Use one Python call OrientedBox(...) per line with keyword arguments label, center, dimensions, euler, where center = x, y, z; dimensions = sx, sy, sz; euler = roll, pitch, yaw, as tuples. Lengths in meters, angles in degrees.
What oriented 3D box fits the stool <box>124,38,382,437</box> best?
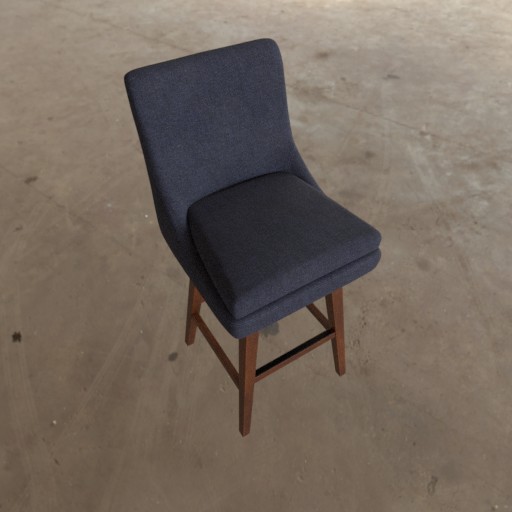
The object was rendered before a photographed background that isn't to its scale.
OrientedBox(label="stool", center=(0.000, 0.000, 1.379), dimensions=(0.489, 1.068, 0.572), euler=(-24, 51, -22))
